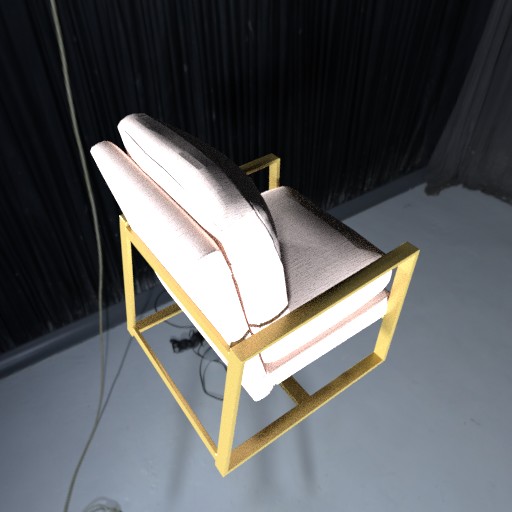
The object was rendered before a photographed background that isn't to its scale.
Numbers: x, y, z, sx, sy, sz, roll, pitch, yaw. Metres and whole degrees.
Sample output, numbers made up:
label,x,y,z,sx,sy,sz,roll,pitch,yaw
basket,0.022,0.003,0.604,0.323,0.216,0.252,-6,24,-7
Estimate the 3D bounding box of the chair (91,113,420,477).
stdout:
label,x,y,z,sx,sy,sz,roll,pitch,yaw
chair,0.000,0.000,1.528,0.813,0.956,0.758,-26,48,-26
